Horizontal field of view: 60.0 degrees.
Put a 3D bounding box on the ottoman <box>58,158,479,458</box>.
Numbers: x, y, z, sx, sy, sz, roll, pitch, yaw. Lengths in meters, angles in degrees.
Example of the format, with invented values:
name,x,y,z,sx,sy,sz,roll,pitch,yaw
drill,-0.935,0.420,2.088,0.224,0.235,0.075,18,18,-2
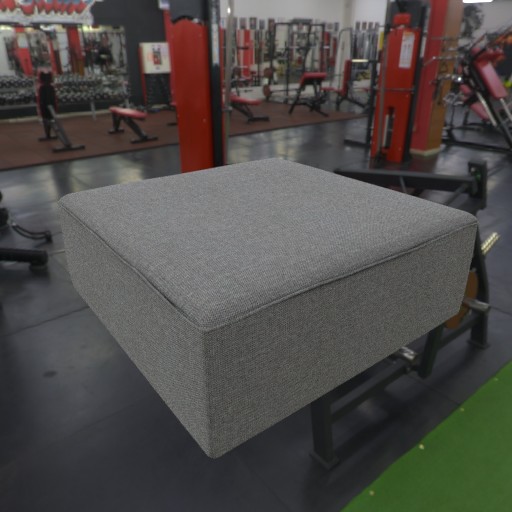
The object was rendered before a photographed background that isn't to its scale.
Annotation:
name,x,y,z,sx,sy,sz,roll,pitch,yaw
ottoman,0.000,0.000,1.530,1.023,0.423,1.017,-18,30,-33
